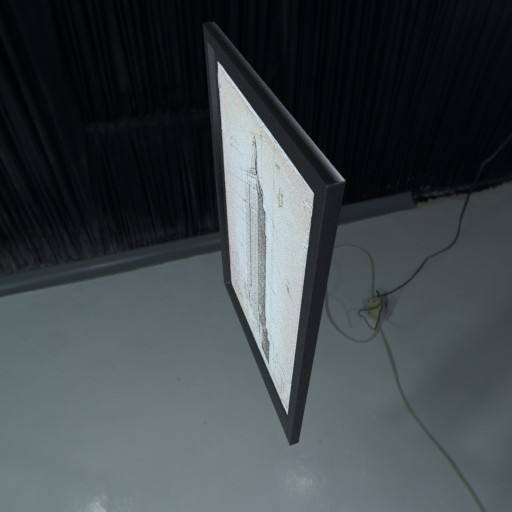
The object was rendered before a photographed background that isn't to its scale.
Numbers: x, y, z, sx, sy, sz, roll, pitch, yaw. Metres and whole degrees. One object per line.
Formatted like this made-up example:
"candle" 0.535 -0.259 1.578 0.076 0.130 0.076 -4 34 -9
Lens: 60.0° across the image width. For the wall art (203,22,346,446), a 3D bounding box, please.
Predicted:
"wall art" 0.000 0.000 0.536 0.013 0.431 0.303 -15 48 -14
